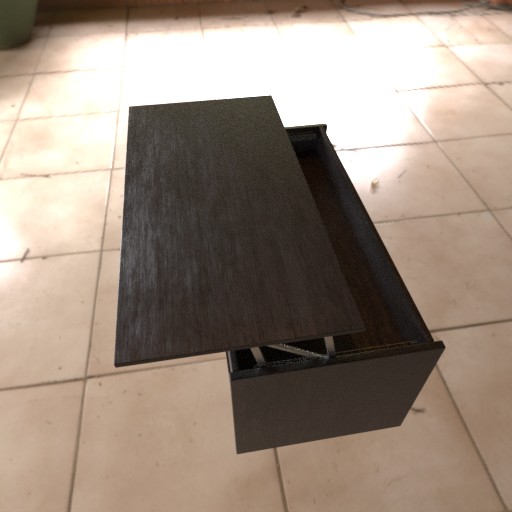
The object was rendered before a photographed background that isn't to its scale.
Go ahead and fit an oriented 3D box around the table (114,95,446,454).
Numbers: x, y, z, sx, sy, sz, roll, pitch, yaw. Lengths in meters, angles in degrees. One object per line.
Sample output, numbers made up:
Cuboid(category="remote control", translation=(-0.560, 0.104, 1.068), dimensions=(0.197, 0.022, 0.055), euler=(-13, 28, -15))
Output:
Cuboid(category="table", translation=(0.000, 0.000, 1.421), dimensions=(0.712, 0.570, 1.000), euler=(-7, 47, -7))
